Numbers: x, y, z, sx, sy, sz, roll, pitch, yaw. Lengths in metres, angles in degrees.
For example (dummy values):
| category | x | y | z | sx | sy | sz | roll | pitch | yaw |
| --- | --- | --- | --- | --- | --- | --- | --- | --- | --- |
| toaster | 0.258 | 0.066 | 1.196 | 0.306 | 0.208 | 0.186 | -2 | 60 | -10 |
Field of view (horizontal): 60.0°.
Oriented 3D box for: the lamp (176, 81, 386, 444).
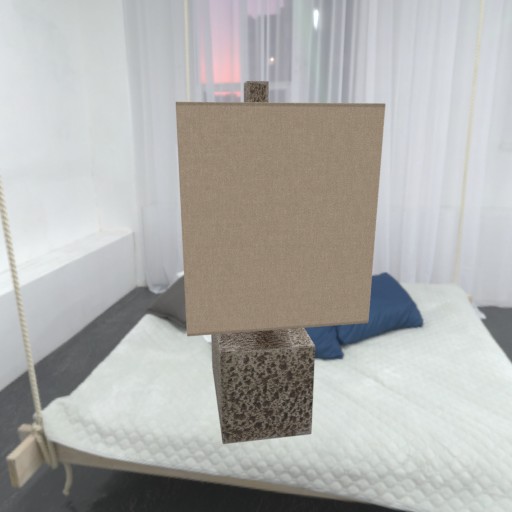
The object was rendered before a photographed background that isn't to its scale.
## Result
| category | x | y | z | sx | sy | sz | roll | pitch | yaw |
| --- | --- | --- | --- | --- | --- | --- | --- | --- | --- |
| lamp | 0.000 | 0.000 | 0.560 | 0.180 | 0.411 | 0.294 | -3 | 17 | -9 |
